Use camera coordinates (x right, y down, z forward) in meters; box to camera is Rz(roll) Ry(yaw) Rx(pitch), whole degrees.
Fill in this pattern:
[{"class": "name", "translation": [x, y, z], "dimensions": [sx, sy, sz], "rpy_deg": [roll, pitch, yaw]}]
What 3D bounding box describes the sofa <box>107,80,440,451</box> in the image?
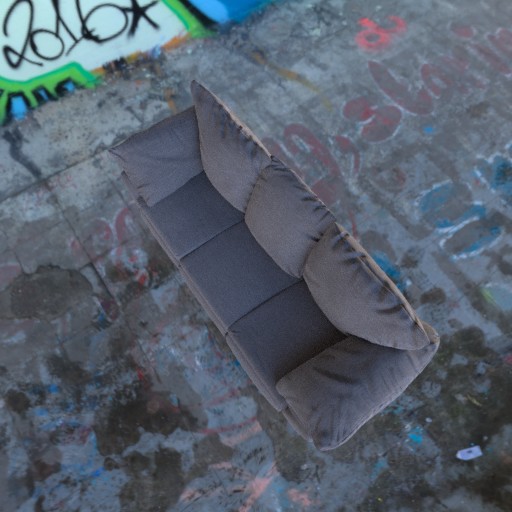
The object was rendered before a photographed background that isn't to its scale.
[{"class": "sofa", "translation": [0.000, 0.000, 2.913], "dimensions": [0.927, 1.043, 2.390], "rpy_deg": [-32, 67, -15]}]
